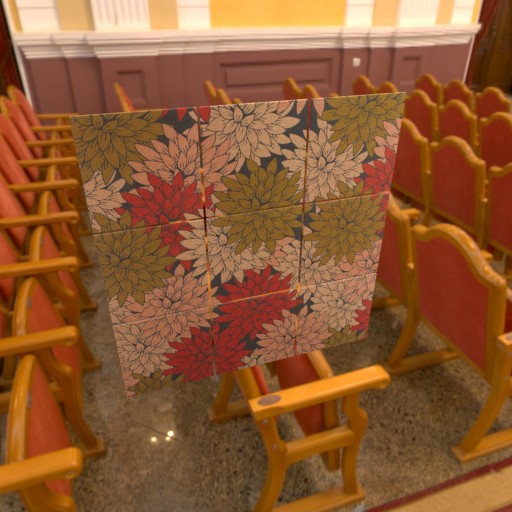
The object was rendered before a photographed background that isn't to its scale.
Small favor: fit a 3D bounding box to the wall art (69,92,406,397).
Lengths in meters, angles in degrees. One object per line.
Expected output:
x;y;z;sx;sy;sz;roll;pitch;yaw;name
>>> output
0.000;0.000;2.305;1.519;1.534;0.013;-10;32;-16;wall art
